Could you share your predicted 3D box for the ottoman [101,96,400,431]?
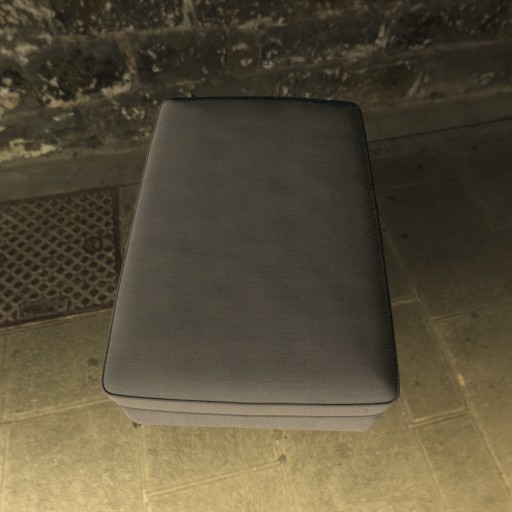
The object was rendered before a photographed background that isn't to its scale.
[{"bbox_3d":[0.000,0.000,1.295,0.636,0.480,0.941,1,58,1],"label":"ottoman"}]
